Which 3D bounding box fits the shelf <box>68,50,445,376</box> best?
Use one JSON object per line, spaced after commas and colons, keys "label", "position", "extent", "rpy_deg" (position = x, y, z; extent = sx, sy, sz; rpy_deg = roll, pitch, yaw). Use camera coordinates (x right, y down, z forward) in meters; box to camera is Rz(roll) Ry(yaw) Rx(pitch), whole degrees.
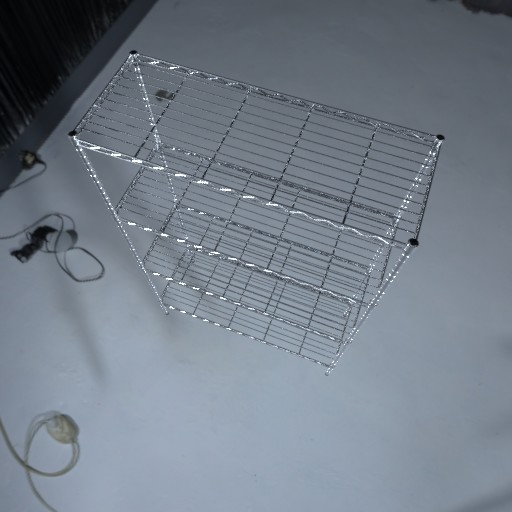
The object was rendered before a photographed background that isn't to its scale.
{"label": "shelf", "position": [0.000, 0.000, 1.739], "extent": [0.907, 1.360, 0.352], "rpy_deg": [19, 65, 9]}
